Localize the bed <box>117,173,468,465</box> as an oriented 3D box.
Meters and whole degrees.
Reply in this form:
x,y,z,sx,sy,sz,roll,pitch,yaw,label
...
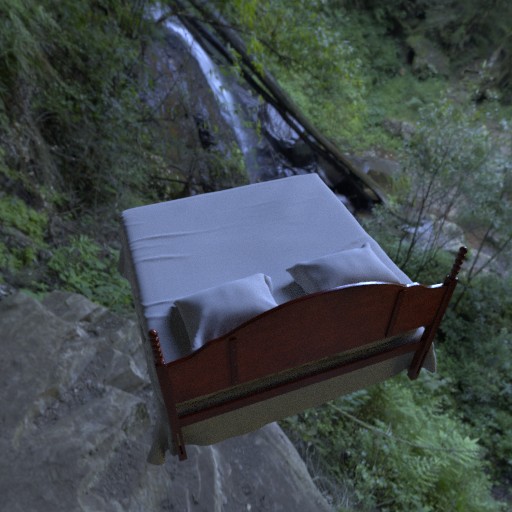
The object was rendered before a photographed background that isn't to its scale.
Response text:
x,y,z,sx,sy,sz,roll,pitch,yaw,label
0.000,0.000,3.599,2.322,1.355,2.219,-13,43,-15,bed
